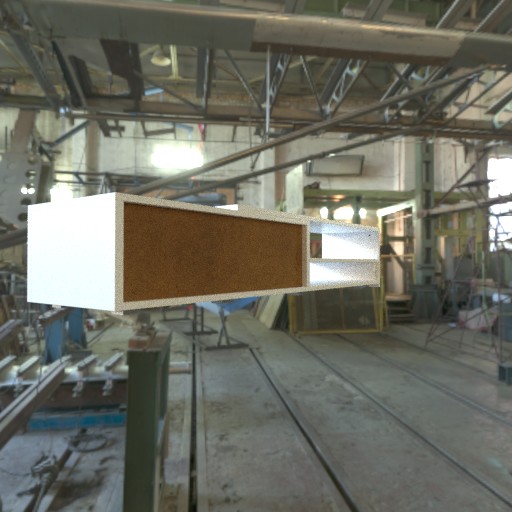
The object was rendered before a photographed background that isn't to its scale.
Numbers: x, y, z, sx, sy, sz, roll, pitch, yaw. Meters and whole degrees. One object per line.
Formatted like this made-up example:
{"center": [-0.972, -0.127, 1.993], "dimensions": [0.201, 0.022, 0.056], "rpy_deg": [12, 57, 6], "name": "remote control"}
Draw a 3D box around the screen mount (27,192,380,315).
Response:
{"center": [0.000, 0.000, 1.849], "dimensions": [0.420, 0.320, 1.680], "rpy_deg": [-1, -1, 37], "name": "screen mount"}
